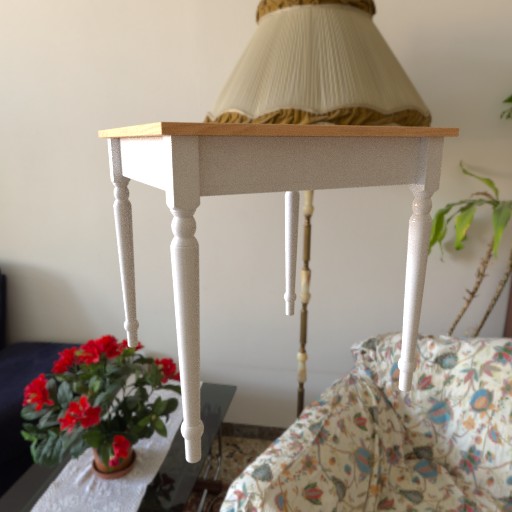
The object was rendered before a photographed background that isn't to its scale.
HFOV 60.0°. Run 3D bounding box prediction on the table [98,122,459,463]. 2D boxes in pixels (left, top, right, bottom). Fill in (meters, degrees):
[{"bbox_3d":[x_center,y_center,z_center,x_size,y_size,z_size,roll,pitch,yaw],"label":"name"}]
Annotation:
[{"bbox_3d":[0.000,0.000,1.343,0.747,0.738,0.747,-7,16,-26],"label":"table"}]
